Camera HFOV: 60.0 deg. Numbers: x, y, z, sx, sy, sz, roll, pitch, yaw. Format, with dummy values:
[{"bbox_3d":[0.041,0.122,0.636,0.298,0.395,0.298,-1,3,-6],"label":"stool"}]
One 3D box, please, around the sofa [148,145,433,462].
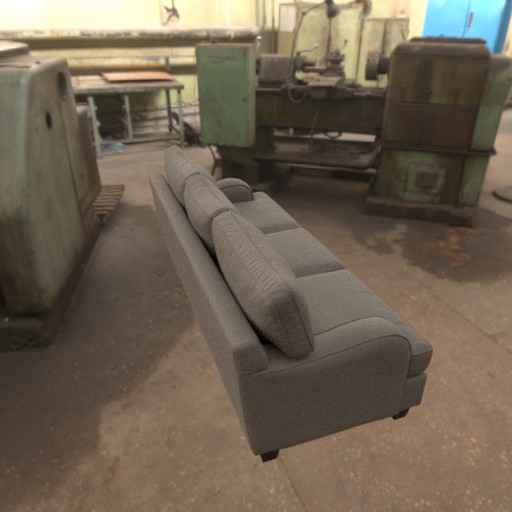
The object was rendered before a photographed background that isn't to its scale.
[{"bbox_3d":[0.000,0.000,2.886,1.016,0.991,2.323,-10,30,-18],"label":"sofa"}]
